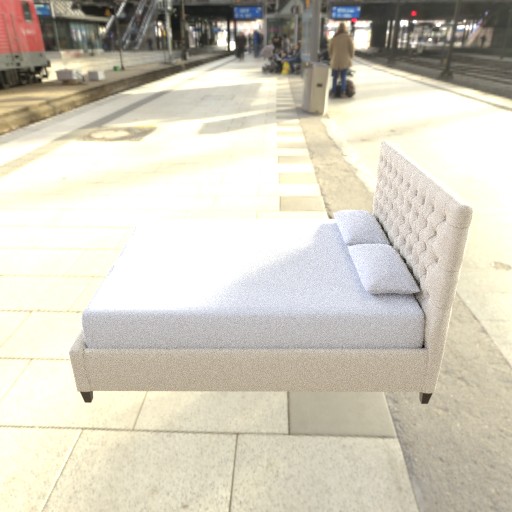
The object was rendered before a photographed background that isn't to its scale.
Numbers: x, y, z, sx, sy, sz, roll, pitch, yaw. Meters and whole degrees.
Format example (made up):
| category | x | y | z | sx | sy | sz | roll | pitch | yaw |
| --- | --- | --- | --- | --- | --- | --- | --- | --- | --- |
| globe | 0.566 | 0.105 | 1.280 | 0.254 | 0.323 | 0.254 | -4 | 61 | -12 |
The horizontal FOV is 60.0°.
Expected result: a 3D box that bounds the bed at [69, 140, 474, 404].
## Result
| category | x | y | z | sx | sy | sz | roll | pitch | yaw |
| --- | --- | --- | --- | --- | --- | --- | --- | --- | --- |
| bed | 0.000 | 0.000 | 3.420 | 2.387 | 1.427 | 1.698 | 0 | 26 | 0 |
